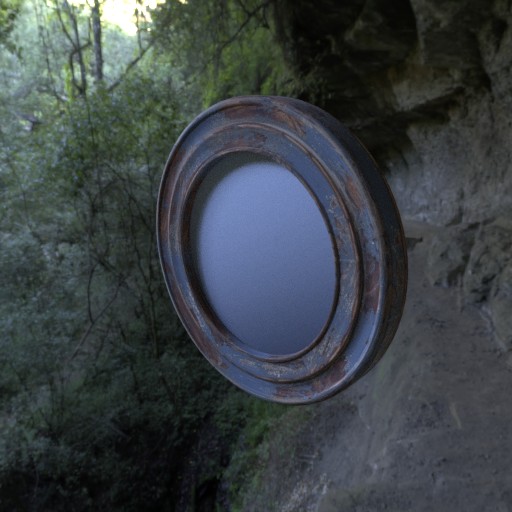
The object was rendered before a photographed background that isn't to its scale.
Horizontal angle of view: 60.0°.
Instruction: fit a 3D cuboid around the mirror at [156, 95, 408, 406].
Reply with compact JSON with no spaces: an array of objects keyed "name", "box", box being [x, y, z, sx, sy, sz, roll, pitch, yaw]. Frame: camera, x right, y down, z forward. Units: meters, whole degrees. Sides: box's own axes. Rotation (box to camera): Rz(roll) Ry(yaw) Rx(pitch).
[{"name":"mirror","box":[0.000,0.000,0.857,0.585,0.585,0.061,15,22,41]}]
